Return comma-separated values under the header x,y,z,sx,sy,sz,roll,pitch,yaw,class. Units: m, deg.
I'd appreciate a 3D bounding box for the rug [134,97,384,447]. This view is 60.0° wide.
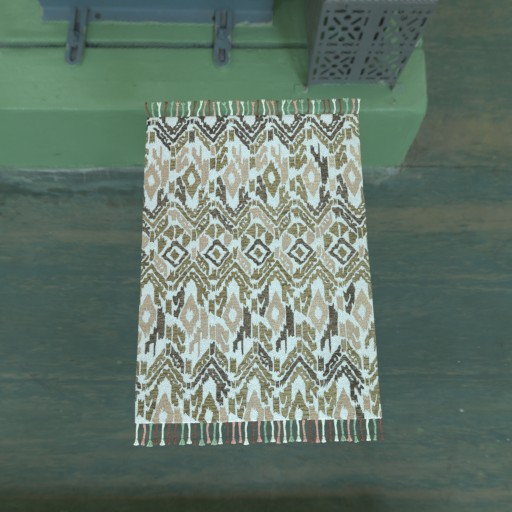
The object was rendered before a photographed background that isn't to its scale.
x,y,z,sx,sy,sz,roll,pitch,yaw,class
0.000,0.000,2.301,1.219,0.008,1.829,-1,77,0,rug
